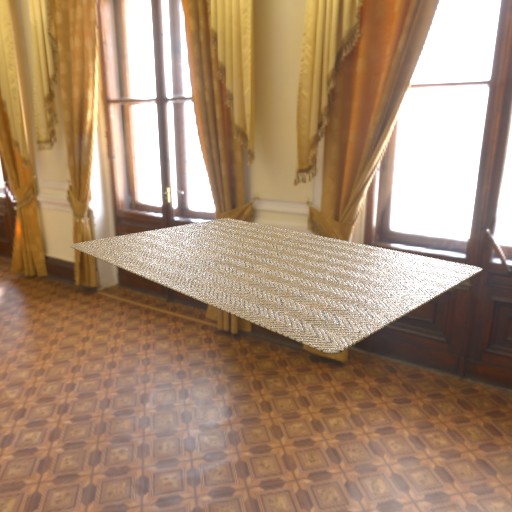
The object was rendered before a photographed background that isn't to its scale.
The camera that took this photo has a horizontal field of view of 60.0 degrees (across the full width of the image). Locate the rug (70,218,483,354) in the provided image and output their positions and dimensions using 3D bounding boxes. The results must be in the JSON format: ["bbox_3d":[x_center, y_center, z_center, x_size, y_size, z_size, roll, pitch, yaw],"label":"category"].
[{"bbox_3d":[0.000,0.000,2.190,1.144,0.008,1.752,-15,21,-43],"label":"rug"}]
